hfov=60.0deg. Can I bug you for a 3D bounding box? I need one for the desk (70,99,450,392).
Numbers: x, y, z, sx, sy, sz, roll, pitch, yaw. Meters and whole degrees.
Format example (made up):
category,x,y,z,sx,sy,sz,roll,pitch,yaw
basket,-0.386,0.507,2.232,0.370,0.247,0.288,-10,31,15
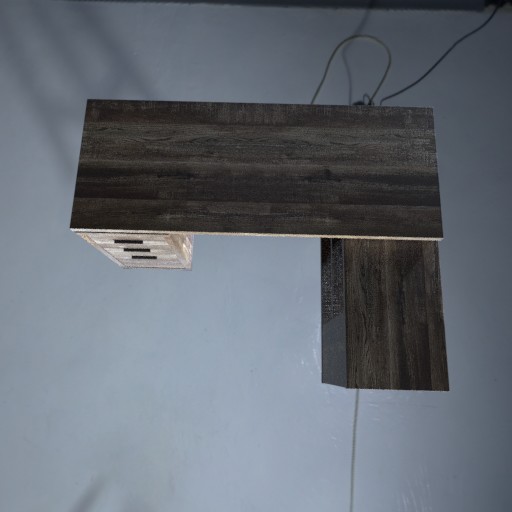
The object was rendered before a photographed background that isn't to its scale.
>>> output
category,x,y,z,sx,sy,sz,roll,pitch,yaw
desk,0.000,0.000,2.169,1.524,0.753,1.200,2,76,0
